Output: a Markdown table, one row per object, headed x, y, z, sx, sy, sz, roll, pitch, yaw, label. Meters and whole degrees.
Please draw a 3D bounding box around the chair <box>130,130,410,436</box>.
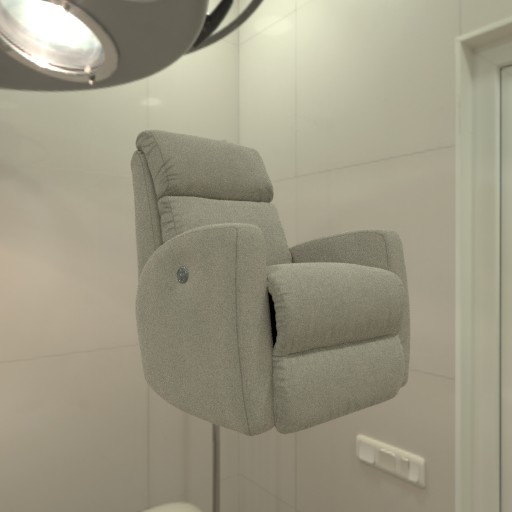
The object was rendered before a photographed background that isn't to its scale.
| x | y | z | sx | sy | sz | roll | pitch | yaw | label |
| --- | --- | --- | --- | --- | --- | --- | --- | --- | --- |
| 0.000 | 0.000 | 1.685 | 0.794 | 1.021 | 0.940 | 0 | 0 | -39 | chair |
